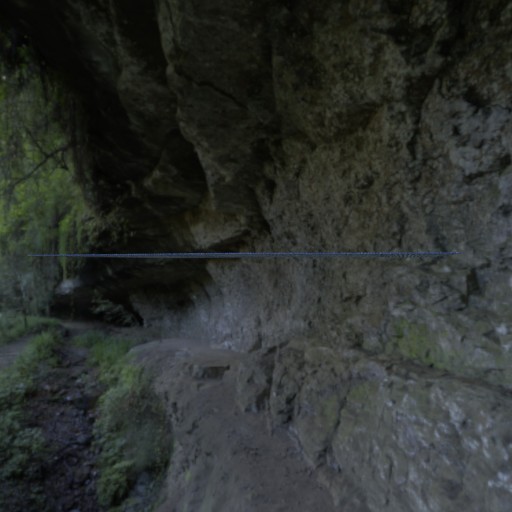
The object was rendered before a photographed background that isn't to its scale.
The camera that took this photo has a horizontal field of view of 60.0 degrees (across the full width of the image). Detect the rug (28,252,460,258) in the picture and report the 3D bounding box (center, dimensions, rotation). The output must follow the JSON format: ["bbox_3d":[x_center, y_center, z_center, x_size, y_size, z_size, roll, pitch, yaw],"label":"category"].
[{"bbox_3d":[0.000,0.000,2.205,1.740,0.010,1.135,0,-1,19],"label":"rug"}]
